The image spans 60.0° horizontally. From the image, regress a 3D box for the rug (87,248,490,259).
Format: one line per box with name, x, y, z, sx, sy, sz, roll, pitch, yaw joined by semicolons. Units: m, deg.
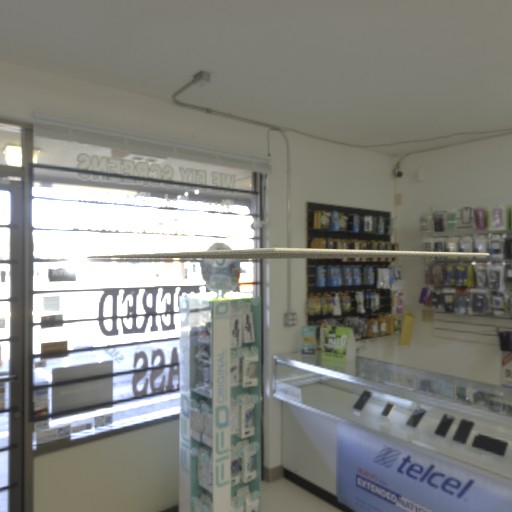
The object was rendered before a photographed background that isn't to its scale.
rug;0.000;0.000;2.327;1.219;0.013;1.829;1;-1;-36
